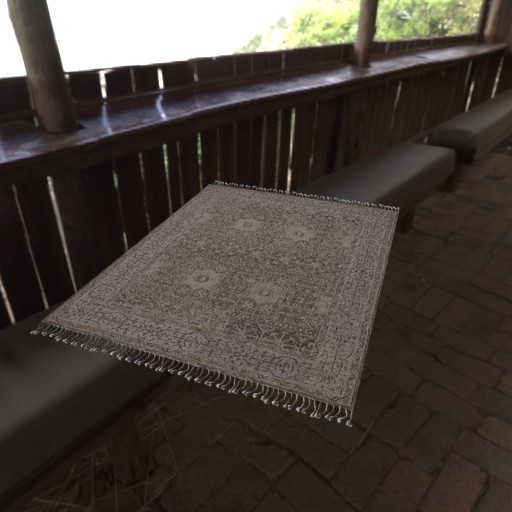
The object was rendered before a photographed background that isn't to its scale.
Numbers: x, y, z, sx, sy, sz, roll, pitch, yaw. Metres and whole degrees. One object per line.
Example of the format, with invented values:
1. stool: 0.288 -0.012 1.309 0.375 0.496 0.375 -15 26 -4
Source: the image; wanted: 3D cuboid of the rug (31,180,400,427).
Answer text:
1. rug: 0.000 0.000 4.291 2.431 0.017 3.291 11 33 17
